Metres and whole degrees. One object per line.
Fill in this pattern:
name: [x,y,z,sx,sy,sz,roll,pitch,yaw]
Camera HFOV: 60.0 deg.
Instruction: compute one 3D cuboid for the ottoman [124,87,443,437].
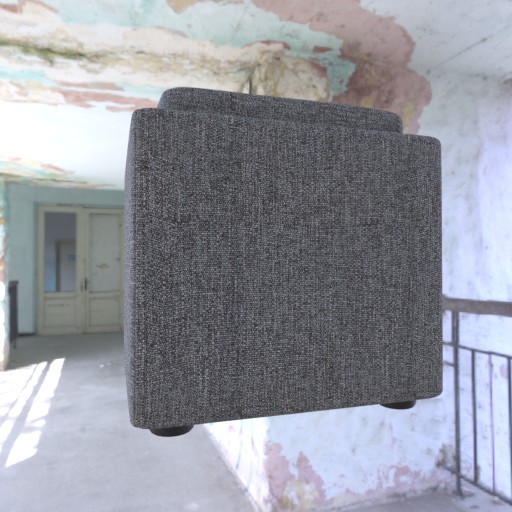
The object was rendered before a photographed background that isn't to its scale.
ottoman: [0.000,0.000,0.799,0.450,0.460,0.450,0,-1,-18]
